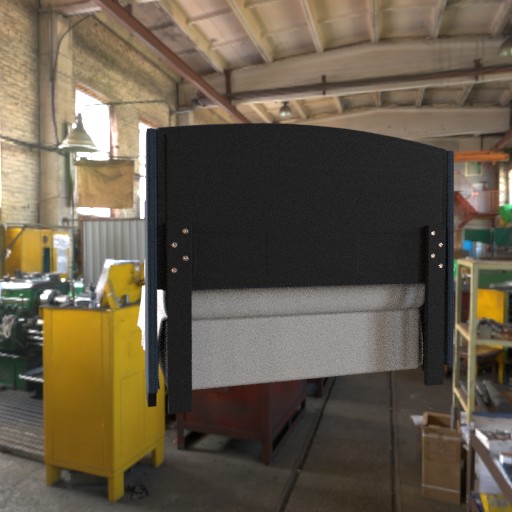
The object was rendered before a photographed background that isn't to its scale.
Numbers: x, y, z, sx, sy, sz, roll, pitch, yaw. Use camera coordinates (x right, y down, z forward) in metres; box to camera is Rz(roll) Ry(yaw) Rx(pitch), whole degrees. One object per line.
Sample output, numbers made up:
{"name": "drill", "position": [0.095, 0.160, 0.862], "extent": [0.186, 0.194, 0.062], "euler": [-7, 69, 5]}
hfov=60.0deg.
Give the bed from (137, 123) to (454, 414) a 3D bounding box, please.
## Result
{"name": "bed", "position": [0.000, 0.000, 3.332], "extent": [1.710, 1.407, 2.237], "euler": [0, 2, -17]}
